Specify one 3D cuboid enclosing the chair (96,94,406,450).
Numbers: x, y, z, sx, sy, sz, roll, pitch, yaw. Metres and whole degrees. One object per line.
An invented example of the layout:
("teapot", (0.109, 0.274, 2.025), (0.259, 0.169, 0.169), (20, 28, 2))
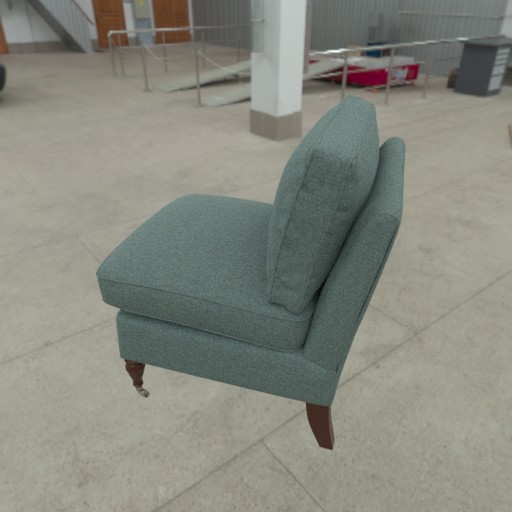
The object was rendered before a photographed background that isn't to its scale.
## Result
("chair", (0.000, 0.000, 1.396), (0.796, 0.901, 0.624), (9, 32, 14))
